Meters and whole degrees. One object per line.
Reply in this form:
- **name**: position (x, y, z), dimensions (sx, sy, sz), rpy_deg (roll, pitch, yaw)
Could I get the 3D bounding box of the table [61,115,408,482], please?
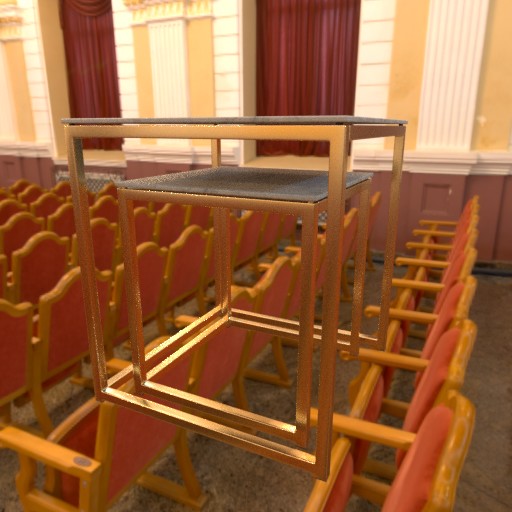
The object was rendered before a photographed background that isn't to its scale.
- **table**: position (0.000, 0.000, 0.850), dimensions (0.450, 0.500, 0.450), rpy_deg (8, 18, 25)
